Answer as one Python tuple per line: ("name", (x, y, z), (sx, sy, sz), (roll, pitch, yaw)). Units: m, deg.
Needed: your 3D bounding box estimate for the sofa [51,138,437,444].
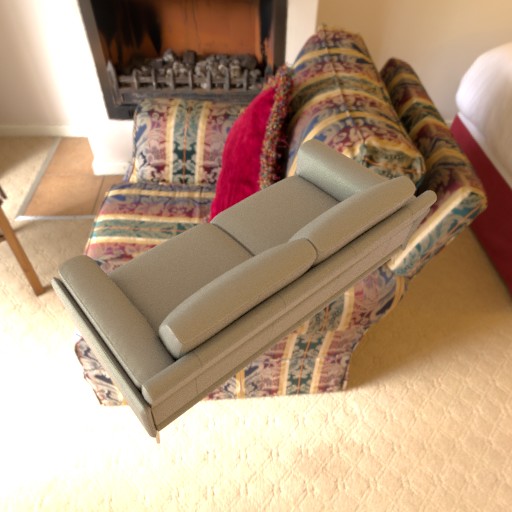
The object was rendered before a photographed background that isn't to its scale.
("sofa", (0.000, 0.000, 2.699), (2.101, 0.930, 1.049), (-32, 54, -26))
